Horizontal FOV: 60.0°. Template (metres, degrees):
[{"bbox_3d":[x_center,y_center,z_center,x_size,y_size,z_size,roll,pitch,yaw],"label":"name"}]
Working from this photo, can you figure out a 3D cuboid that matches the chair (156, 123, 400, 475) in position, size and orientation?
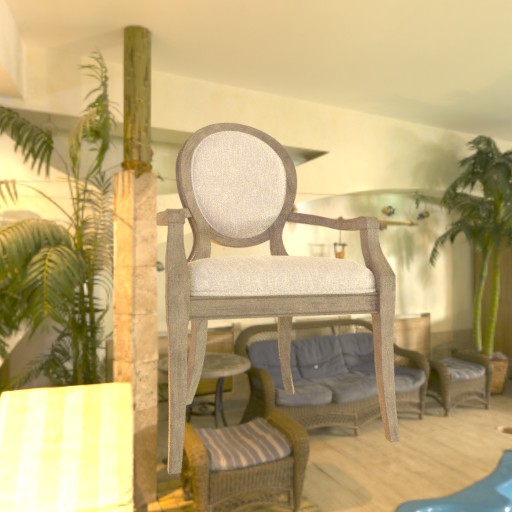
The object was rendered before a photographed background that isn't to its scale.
[{"bbox_3d":[0.000,0.000,1.379,0.611,0.991,0.602,0,-1,-18],"label":"chair"}]
